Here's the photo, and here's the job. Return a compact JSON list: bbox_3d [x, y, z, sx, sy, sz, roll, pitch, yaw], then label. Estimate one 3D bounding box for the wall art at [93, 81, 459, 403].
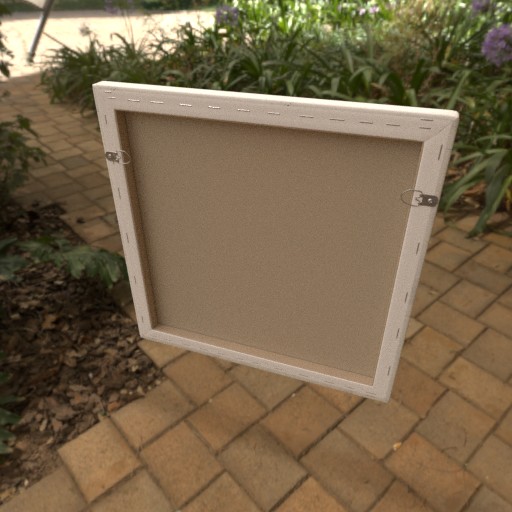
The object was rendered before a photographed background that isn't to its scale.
[{"bbox_3d":[0.000,0.000,1.093,0.762,0.762,0.038,11,35,16],"label":"wall art"}]
